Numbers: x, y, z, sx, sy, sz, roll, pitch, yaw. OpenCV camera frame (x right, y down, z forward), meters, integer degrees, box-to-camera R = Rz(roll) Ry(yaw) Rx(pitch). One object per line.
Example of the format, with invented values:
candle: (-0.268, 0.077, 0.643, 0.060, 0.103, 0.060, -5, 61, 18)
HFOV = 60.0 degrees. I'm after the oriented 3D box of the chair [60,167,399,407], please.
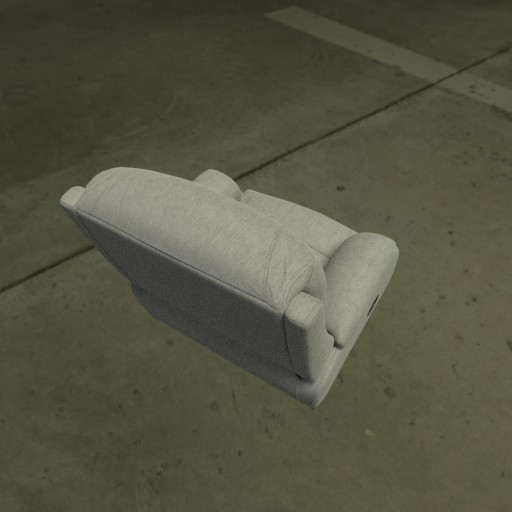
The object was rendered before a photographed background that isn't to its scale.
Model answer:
chair: (0.000, 0.000, 1.730, 0.930, 1.011, 0.899, 25, 51, 22)
